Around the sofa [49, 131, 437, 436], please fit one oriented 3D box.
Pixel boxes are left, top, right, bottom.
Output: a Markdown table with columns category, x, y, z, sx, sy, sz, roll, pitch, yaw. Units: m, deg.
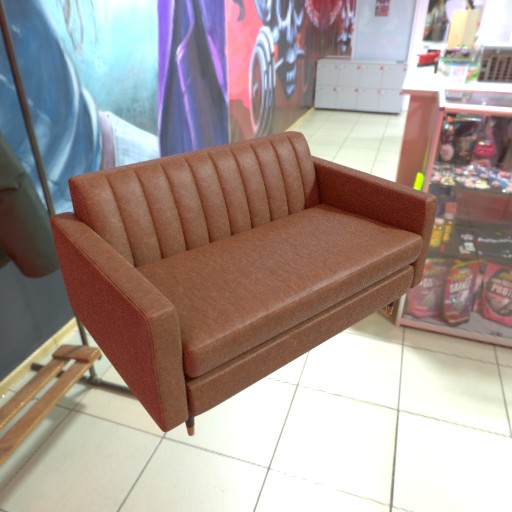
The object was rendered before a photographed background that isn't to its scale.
| category | x | y | z | sx | sy | sz | roll | pitch | yaw |
| --- | --- | --- | --- | --- | --- | --- | --- | --- | --- |
| sofa | 0.000 | 0.000 | 2.100 | 1.549 | 0.820 | 0.960 | -21 | 36 | -33 |
